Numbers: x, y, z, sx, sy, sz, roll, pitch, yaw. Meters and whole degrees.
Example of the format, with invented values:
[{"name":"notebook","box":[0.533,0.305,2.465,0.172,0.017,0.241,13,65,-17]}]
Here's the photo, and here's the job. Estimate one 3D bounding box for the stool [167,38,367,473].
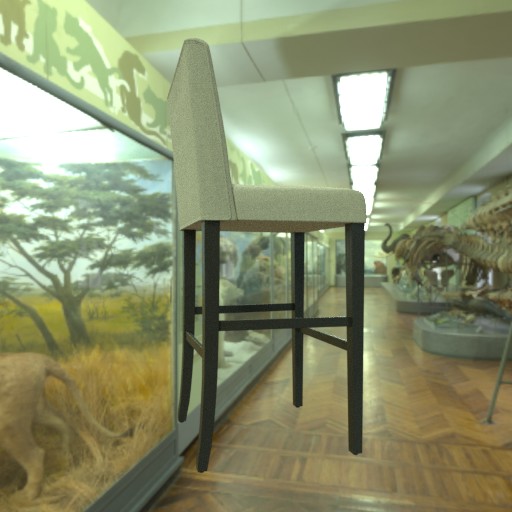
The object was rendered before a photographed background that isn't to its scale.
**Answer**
[{"name":"stool","box":[0.000,0.000,1.386,0.509,1.116,0.474,0,-1,-17]}]
